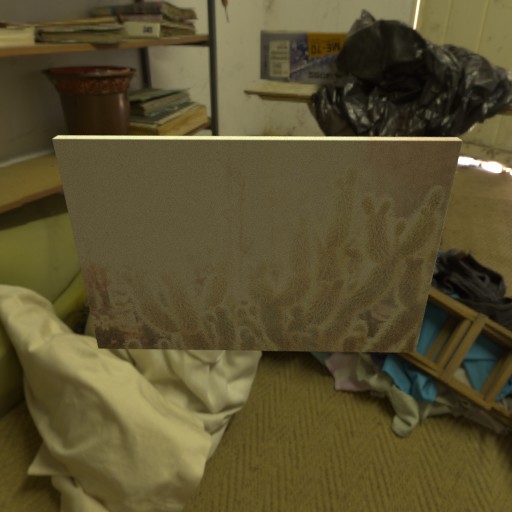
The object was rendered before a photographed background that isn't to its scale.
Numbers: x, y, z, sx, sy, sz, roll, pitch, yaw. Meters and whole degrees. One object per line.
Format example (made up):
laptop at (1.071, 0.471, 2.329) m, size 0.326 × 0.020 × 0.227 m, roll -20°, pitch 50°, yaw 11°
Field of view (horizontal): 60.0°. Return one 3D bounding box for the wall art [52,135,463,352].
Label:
wall art at (0.000, 0.000, 1.430) m, size 1.142 × 0.758 × 0.041 m, roll 1°, pitch 29°, yaw 1°
